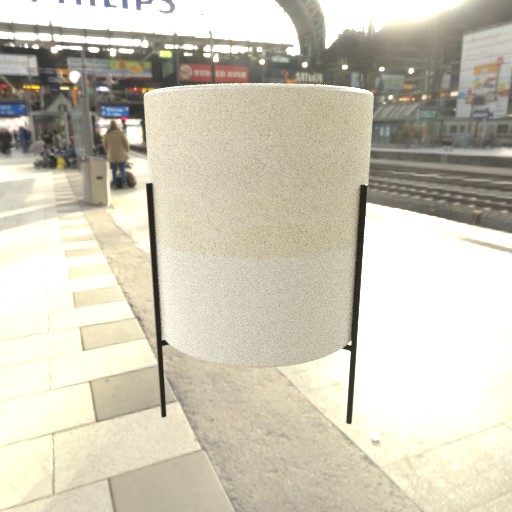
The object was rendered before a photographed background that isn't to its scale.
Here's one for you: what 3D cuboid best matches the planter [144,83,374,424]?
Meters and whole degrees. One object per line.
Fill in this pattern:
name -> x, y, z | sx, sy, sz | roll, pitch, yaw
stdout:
planter -> 0.000, 0.000, 0.704 | 0.333, 0.483, 0.324 | -8, 17, -26
